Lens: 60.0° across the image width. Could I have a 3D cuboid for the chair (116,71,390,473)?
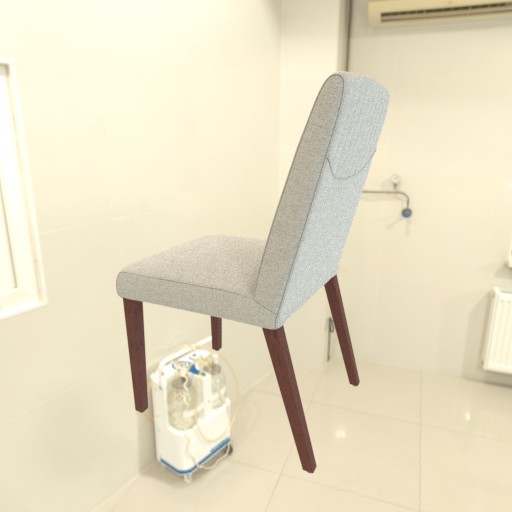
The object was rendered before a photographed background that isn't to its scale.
[{"bbox_3d":[0.000,0.000,1.223,0.594,0.900,0.480,8,18,26],"label":"chair"}]
